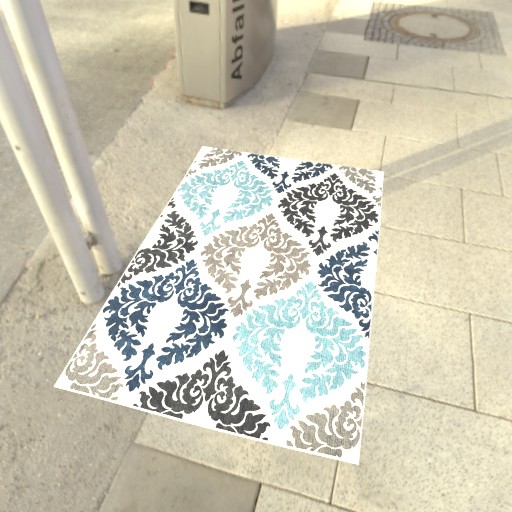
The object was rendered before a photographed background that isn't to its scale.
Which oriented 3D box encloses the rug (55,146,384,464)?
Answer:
[{"bbox_3d":[0.000,0.000,2.847,1.514,0.014,2.275,10,47,10],"label":"rug"}]
